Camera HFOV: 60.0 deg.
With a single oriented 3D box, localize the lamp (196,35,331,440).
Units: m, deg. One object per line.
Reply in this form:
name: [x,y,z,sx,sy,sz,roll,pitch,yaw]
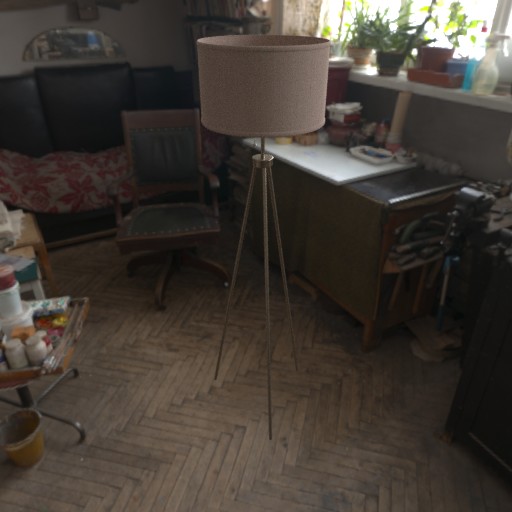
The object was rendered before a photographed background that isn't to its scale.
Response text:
lamp: [0.000,0.000,1.755,0.460,1.545,0.449,10,32,17]
